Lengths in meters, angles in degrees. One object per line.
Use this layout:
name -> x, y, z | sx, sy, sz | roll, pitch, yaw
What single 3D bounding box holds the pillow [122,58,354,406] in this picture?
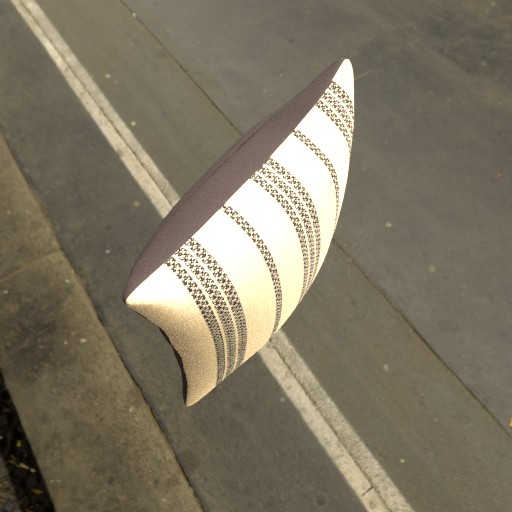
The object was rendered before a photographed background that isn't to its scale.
pillow -> 0.000, 0.000, 0.638 | 0.173, 0.406, 0.405 | 31, 64, 17
